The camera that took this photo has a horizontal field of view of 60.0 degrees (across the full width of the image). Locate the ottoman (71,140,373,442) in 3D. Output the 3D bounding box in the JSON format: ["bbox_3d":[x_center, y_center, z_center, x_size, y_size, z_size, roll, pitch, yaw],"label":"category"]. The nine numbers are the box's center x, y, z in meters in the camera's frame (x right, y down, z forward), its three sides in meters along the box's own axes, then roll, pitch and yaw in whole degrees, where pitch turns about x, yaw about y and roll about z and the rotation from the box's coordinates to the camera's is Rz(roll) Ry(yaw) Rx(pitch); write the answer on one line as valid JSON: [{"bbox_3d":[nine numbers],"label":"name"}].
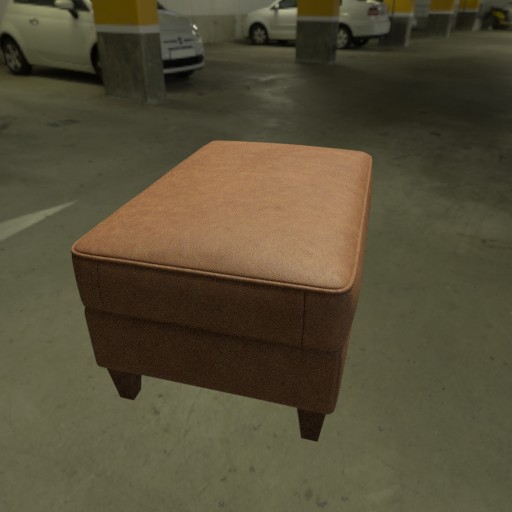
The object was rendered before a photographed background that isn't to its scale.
[{"bbox_3d":[0.000,0.000,1.245,0.584,0.483,0.864,8,30,13],"label":"ottoman"}]
